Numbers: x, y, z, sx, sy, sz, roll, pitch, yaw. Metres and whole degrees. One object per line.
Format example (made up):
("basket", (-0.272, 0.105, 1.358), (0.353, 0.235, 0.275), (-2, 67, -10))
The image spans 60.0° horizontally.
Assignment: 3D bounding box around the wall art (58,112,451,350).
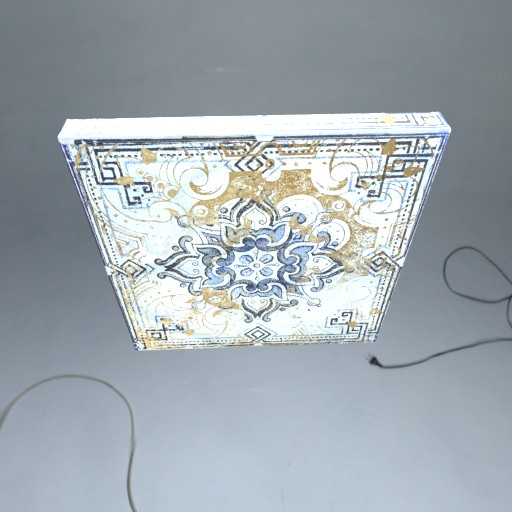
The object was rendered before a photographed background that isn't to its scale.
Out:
("wall art", (0.000, 0.000, 0.623), (0.411, 0.410, 0.038), (-2, 46, -2))
